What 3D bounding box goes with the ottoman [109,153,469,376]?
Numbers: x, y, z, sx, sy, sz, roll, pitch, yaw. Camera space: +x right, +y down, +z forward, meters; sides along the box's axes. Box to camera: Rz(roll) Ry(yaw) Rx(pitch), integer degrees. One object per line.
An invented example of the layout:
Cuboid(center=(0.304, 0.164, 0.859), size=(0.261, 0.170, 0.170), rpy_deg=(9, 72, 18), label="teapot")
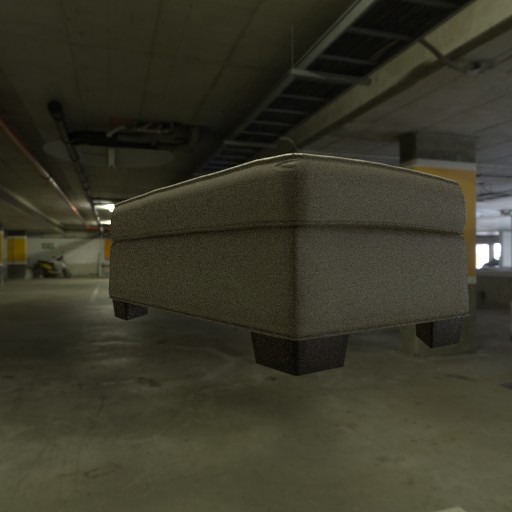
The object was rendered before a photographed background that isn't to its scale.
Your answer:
Cuboid(center=(0.000, 0.000, 1.431), size=(0.617, 0.461, 1.097), rpy_deg=(0, 0, -36), label="ottoman")
